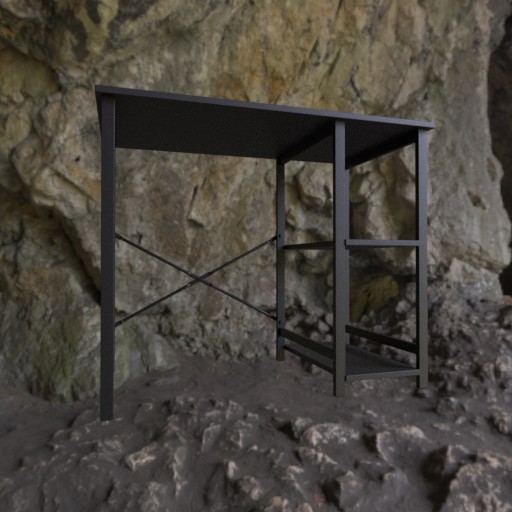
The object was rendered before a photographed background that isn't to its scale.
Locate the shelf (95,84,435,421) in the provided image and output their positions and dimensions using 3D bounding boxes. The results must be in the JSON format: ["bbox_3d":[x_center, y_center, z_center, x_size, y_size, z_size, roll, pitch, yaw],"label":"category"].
[{"bbox_3d":[0.000,0.000,1.346,0.902,0.749,0.498,0,-1,-17],"label":"shelf"}]
